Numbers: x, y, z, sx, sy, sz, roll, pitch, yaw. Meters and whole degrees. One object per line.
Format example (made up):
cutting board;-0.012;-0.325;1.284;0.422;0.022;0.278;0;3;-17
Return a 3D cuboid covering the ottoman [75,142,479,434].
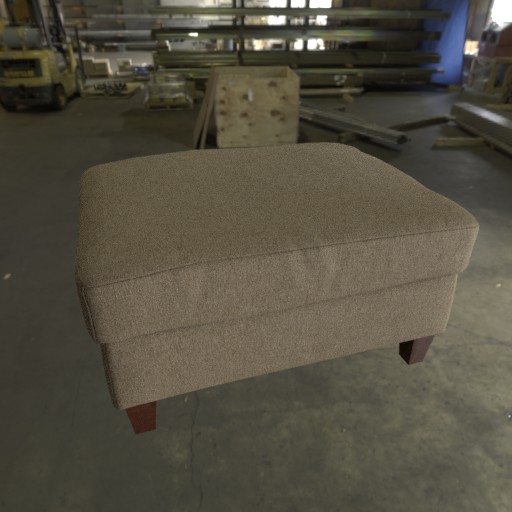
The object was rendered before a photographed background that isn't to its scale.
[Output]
ottoman;0.000;0.000;1.259;0.889;0.511;0.692;-9;31;-16
